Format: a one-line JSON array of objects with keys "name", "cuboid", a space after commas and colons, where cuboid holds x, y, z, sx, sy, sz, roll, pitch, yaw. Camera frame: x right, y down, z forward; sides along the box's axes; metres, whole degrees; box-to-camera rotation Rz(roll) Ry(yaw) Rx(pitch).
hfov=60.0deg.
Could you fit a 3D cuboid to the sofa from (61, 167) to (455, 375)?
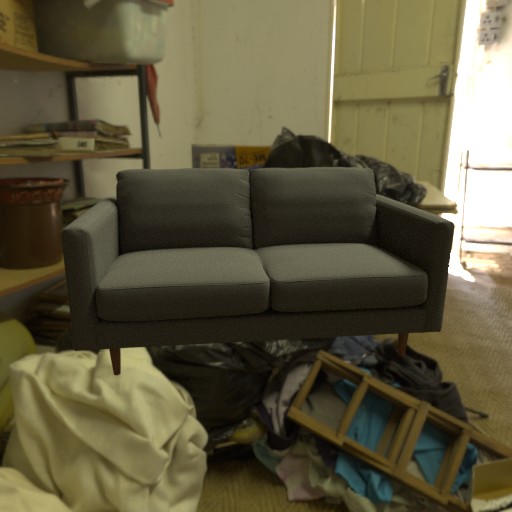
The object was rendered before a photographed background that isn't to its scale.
[{"name": "sofa", "cuboid": [0.000, 0.000, 2.334, 1.713, 0.866, 0.940, -2, 16, -7]}]
